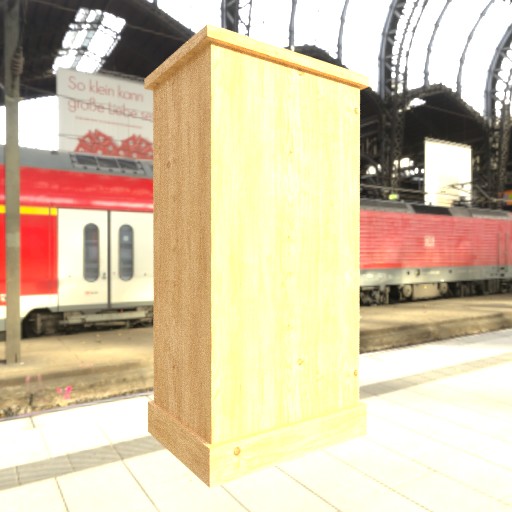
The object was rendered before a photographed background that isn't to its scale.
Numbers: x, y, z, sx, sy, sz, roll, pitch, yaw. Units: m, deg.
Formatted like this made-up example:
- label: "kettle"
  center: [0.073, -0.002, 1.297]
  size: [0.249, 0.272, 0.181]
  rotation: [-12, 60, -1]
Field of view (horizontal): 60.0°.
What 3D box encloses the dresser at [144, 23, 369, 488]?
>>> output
- label: "dresser"
  center: [0.000, 0.000, 1.302]
  size: [0.531, 1.041, 0.390]
  rotation: [0, 1, -35]
